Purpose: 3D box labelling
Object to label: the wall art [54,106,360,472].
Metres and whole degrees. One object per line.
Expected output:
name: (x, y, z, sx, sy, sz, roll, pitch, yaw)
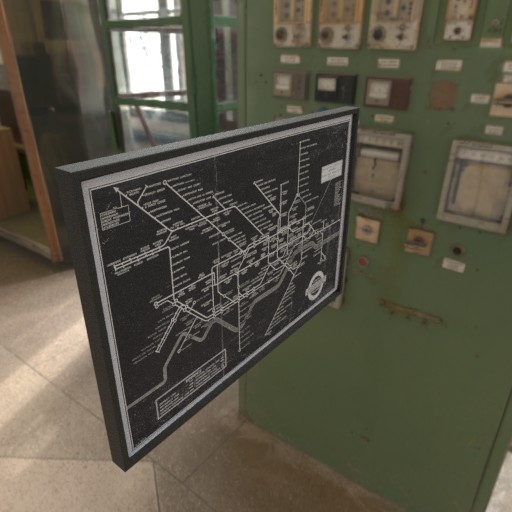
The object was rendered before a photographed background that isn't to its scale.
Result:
wall art: (0.000, 0.000, 0.535, 0.021, 0.301, 0.443, 19, 31, 34)
